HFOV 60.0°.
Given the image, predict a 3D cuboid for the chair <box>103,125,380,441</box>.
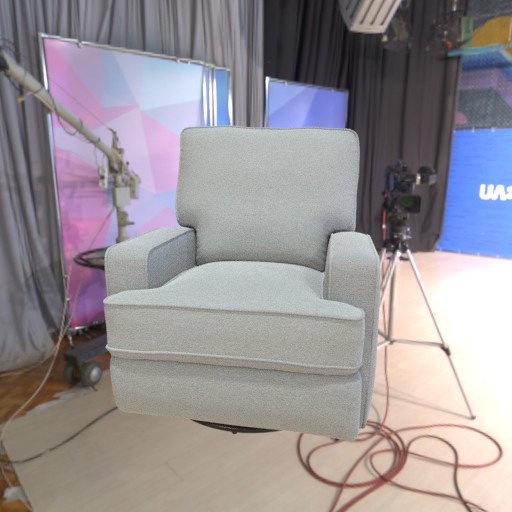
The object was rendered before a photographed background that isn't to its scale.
[{"bbox_3d":[0.000,0.000,1.660,0.861,0.964,0.969,2,14,10],"label":"chair"}]
